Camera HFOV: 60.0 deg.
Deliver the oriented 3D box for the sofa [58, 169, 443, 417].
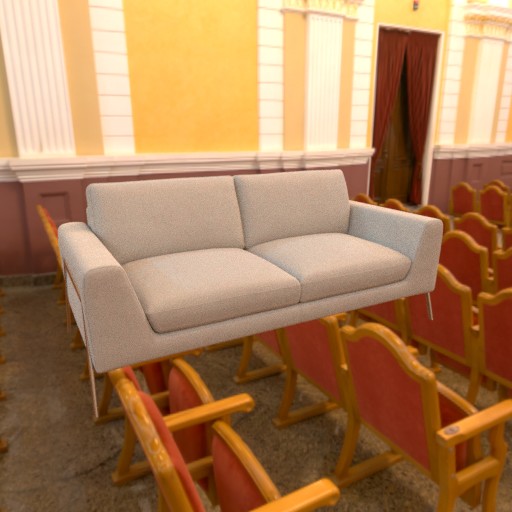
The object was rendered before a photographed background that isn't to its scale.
[{"bbox_3d":[0.000,0.000,2.558,2.017,0.875,0.953,-9,18,-27],"label":"sofa"}]
